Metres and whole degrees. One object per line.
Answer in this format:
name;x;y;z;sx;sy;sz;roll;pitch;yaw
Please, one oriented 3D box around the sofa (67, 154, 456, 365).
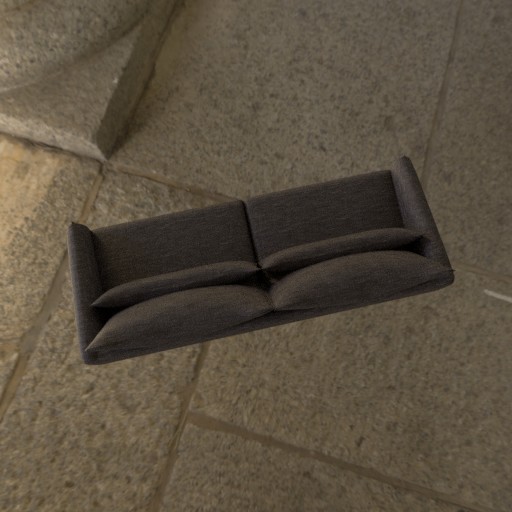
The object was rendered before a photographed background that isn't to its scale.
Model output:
sofa;0.000;0.000;2.458;2.019;0.843;0.807;-12;76;-3
